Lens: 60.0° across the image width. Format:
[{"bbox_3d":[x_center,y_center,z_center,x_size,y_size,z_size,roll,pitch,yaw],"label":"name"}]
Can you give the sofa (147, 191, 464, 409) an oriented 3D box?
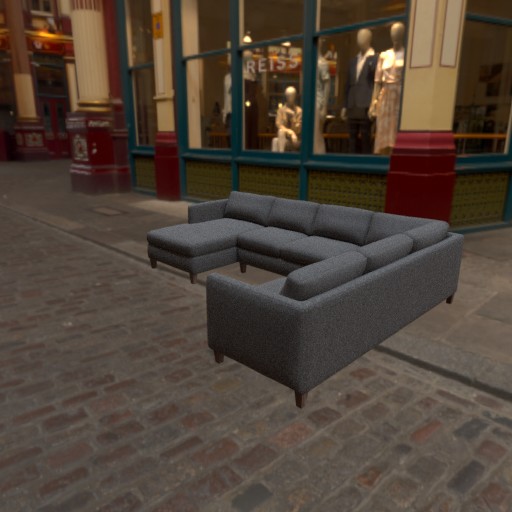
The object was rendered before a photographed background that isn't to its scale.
[{"bbox_3d":[0.000,0.000,4.561,3.238,0.853,2.551,16,23,42],"label":"sofa"}]
